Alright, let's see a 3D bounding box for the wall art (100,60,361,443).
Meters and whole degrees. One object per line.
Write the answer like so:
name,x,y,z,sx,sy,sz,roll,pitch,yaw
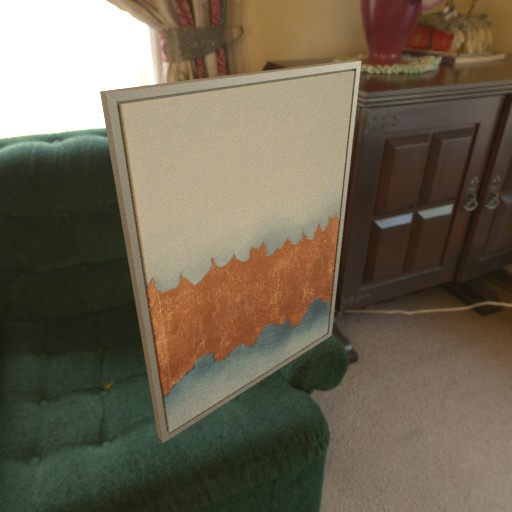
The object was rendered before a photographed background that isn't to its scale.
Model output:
wall art,0.000,0.000,1.353,0.789,1.042,0.034,-23,37,-34
